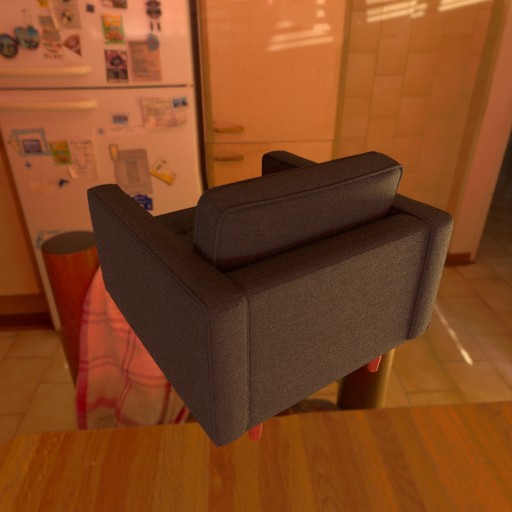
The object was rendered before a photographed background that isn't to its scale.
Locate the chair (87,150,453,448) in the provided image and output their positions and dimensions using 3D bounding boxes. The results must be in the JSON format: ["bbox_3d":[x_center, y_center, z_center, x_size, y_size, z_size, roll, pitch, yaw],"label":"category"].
[{"bbox_3d":[0.000,0.000,1.577,0.899,0.770,0.919,-18,34,-30],"label":"chair"}]
